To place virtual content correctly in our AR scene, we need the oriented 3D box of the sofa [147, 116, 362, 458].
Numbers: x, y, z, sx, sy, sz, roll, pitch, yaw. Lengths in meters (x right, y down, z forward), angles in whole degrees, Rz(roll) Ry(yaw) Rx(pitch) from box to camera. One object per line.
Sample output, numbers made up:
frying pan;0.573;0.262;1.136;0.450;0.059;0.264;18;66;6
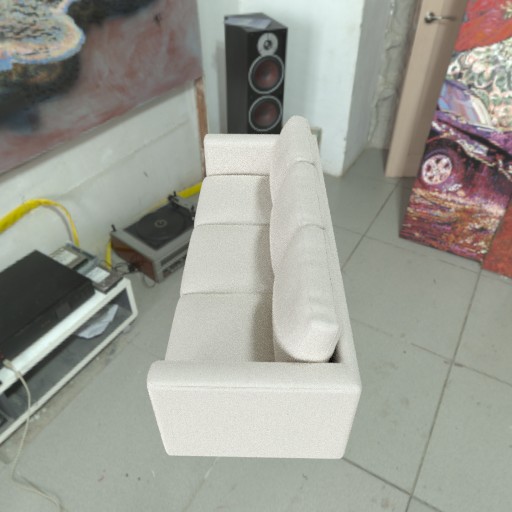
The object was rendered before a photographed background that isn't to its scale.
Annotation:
sofa;0.000;0.000;2.493;0.802;0.912;2.029;1;41;1
